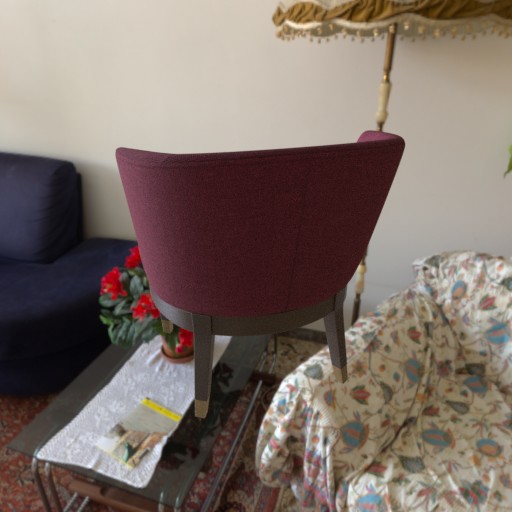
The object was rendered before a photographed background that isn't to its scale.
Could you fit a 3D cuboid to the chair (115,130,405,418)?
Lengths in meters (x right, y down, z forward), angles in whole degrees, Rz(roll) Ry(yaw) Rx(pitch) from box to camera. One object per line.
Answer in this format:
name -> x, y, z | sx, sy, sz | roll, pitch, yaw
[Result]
chair -> 0.000, 0.000, 1.289 | 0.700, 0.760, 0.660 | -8, 28, -16
